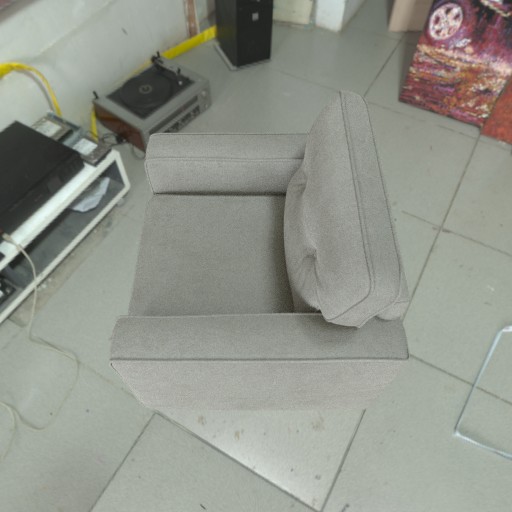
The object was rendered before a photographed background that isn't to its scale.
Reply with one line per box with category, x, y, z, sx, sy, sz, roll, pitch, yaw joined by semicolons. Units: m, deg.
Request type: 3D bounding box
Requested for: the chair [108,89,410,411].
chair;0.000;0.000;1.736;0.939;0.965;1.015;0;57;0
